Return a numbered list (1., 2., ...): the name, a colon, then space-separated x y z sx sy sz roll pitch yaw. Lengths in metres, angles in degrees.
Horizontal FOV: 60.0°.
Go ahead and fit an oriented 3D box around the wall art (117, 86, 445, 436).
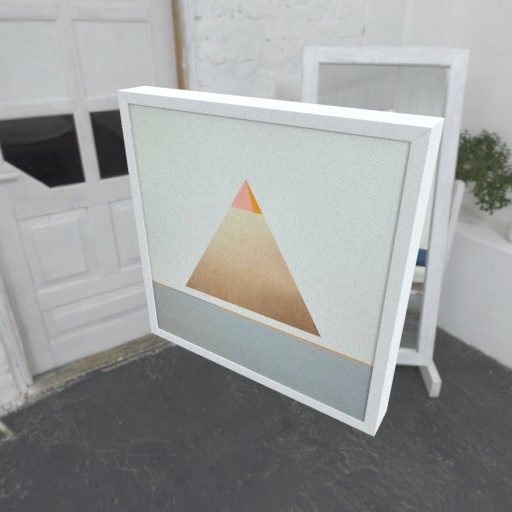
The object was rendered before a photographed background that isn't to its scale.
1. wall art: 0.000 0.000 0.457 0.305 0.304 0.038 17 33 28
